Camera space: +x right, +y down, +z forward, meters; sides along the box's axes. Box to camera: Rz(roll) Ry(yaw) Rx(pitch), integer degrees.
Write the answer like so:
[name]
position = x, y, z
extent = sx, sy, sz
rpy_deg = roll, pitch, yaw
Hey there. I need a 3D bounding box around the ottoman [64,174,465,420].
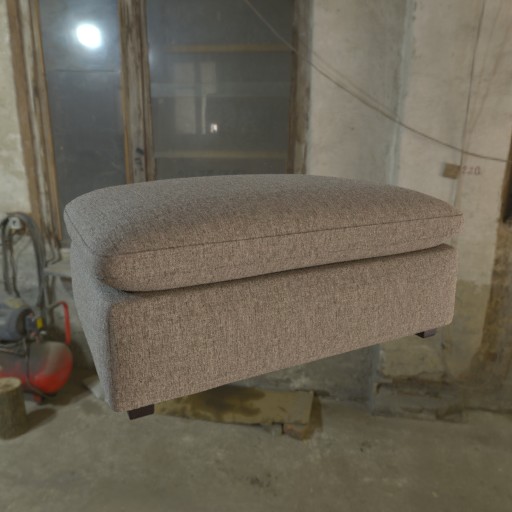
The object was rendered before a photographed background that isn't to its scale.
[ottoman]
position = 0.000, 0.000, 1.292
extent = 0.977, 0.451, 0.694
rpy_deg = -8, 17, -26
